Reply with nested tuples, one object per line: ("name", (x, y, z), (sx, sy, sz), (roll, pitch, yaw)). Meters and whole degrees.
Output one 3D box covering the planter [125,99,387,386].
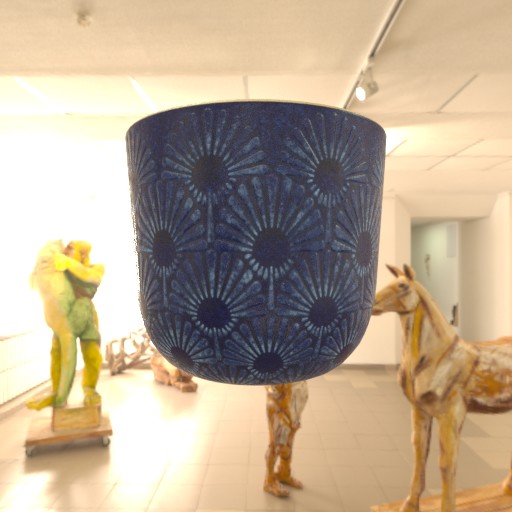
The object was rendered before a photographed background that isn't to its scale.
("planter", (0.000, 0.000, 0.299), (0.170, 0.153, 0.170), (0, -1, 0))
